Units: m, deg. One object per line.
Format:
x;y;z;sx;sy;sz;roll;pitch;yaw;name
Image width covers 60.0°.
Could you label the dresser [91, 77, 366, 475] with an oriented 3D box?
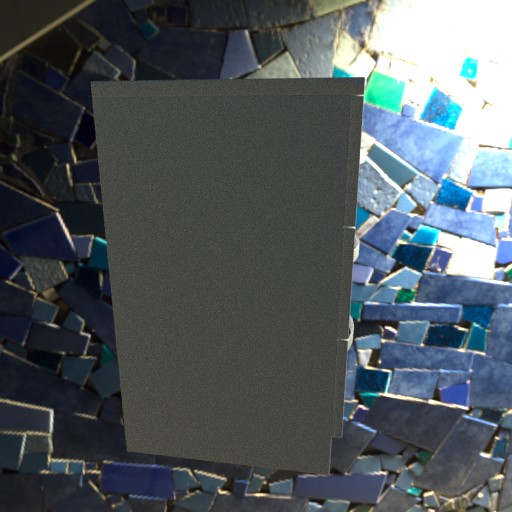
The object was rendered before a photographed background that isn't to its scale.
0.000;0.000;0.801;0.360;0.560;0.400;3;17;9;dresser
